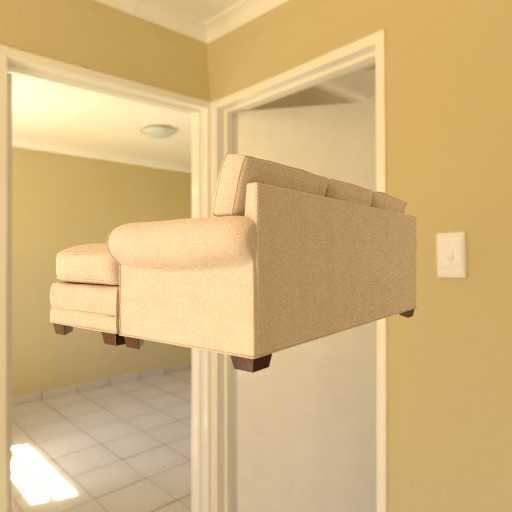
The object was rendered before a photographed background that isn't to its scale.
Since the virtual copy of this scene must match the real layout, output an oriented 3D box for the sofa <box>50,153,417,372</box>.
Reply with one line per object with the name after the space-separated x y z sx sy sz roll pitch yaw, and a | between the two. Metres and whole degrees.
0.000 0.000 2.407 1.226 0.734 1.770 0 0 37 | sofa
